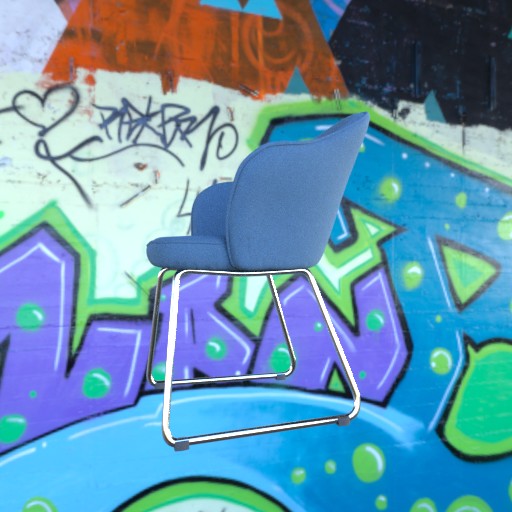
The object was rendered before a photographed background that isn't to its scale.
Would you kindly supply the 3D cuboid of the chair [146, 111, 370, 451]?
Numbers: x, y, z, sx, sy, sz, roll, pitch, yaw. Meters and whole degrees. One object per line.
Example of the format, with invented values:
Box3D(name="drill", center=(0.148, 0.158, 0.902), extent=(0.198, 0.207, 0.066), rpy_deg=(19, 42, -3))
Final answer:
Box3D(name="chair", center=(0.000, 0.000, 1.231), extent=(0.585, 0.815, 0.570), rpy_deg=(0, 0, -18))
